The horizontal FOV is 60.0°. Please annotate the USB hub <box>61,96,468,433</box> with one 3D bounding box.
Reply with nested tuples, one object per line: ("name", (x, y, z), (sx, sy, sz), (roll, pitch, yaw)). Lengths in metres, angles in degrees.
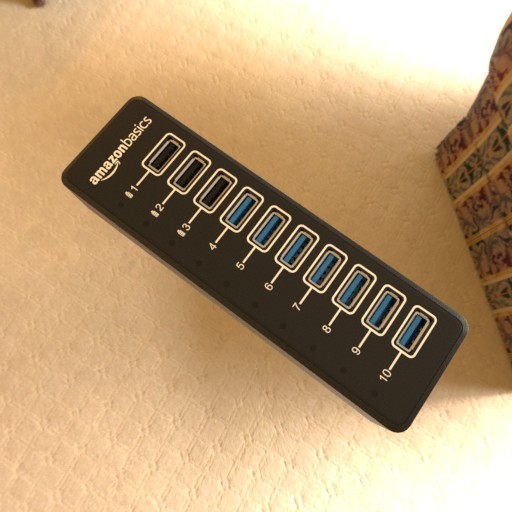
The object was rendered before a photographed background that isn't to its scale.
("USB hub", (0.000, 0.000, 0.161), (0.145, 0.023, 0.044), (36, 78, 8))
